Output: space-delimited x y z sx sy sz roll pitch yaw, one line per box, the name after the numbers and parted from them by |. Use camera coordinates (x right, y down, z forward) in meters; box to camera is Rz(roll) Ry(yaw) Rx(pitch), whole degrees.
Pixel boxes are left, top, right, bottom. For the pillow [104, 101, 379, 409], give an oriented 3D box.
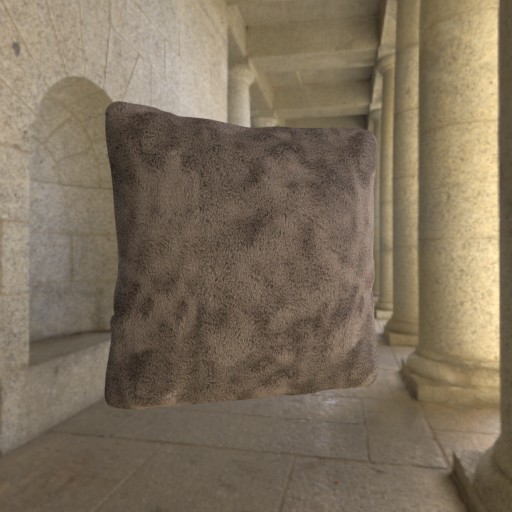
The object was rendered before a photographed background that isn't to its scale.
0.000 0.000 0.806 0.522 0.520 0.204 0 0 -17 | pillow
